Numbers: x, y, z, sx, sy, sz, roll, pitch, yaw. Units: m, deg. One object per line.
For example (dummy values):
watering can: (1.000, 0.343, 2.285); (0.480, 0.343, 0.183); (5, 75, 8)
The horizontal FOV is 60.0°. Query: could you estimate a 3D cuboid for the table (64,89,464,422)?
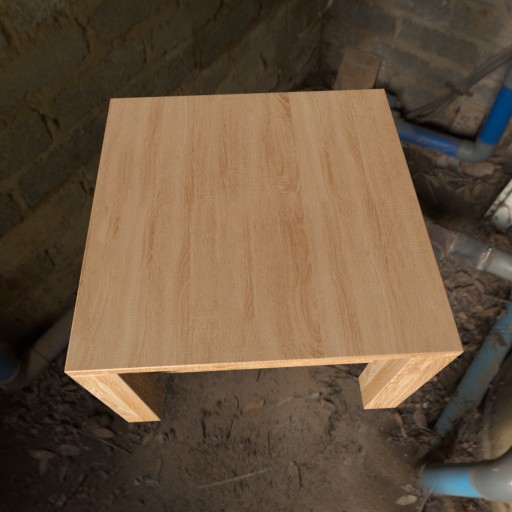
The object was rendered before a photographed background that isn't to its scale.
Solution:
table: (0.000, 0.000, 1.145); (0.700, 0.450, 0.700); (-3, 59, -2)
